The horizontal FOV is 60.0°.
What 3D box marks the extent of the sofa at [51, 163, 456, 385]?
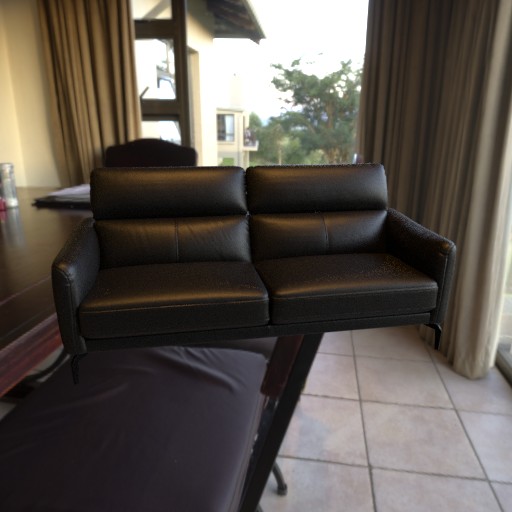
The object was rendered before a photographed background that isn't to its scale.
[{"bbox_3d":[0.000,0.000,2.542,2.069,0.957,0.856,-3,17,-10],"label":"sofa"}]
